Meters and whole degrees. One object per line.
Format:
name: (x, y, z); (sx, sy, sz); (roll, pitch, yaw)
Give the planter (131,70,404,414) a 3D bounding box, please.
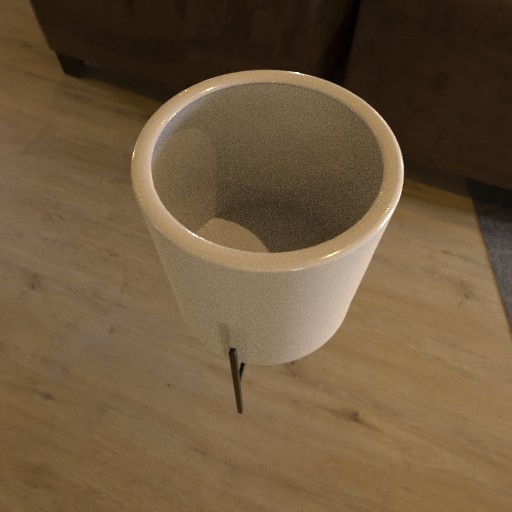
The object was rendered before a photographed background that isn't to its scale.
planter: (0.000, 0.000, 0.643); (0.308, 0.431, 0.307); (34, 64, 19)
